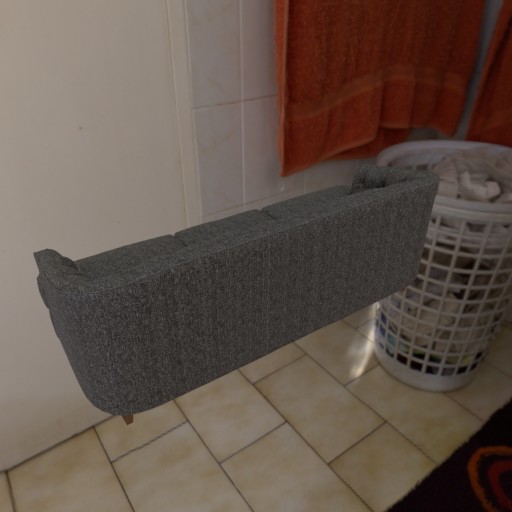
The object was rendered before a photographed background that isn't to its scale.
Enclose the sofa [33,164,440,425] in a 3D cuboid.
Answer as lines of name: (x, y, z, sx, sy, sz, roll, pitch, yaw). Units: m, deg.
sofa: (0.000, 0.000, 2.623, 2.278, 0.855, 0.941, -19, 36, -28)
